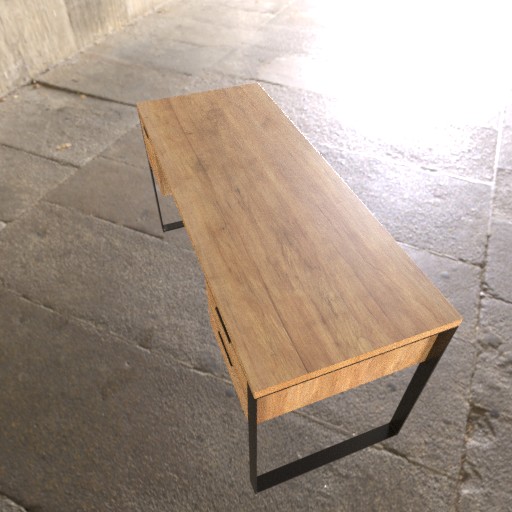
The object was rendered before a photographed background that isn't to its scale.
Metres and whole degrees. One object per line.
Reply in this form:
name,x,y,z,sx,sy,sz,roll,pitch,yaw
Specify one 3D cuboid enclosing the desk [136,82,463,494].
desk,0.000,0.000,1.872,0.600,0.760,1.520,-15,48,-14
